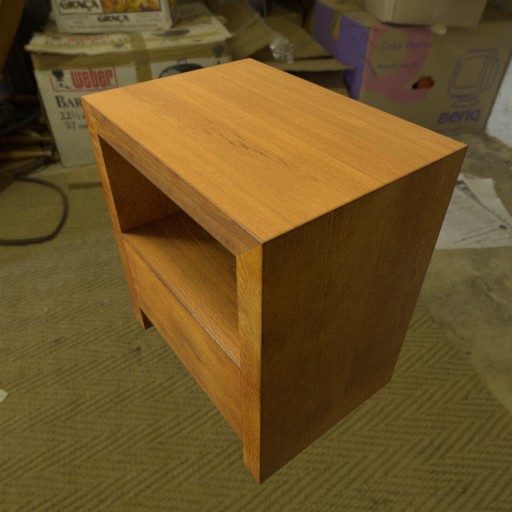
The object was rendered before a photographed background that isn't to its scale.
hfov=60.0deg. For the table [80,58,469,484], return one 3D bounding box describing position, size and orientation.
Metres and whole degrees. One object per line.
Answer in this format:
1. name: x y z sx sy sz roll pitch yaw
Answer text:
1. table: 0.000 0.000 0.937 0.400 0.605 0.550 -26 46 -28
